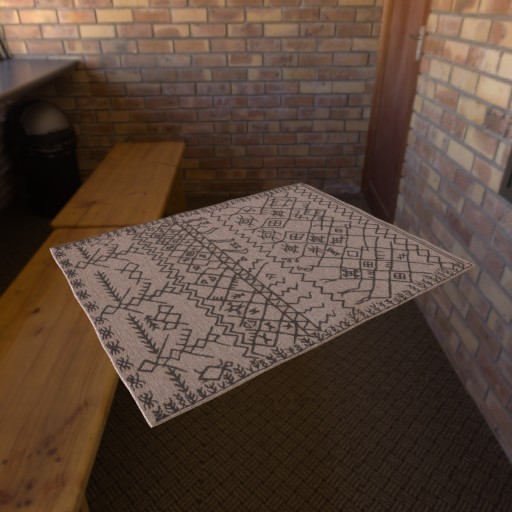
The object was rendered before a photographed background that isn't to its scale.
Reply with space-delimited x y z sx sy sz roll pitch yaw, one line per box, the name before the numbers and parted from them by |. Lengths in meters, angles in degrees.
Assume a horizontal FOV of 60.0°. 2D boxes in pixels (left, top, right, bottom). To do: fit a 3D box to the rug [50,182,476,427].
rug | 0.000 0.000 3.233 2.455 0.025 1.964 -19 35 -29
